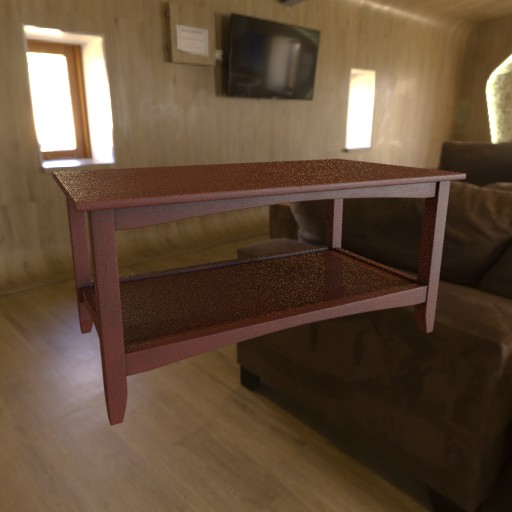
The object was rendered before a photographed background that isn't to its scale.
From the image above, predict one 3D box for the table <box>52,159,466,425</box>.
[{"bbox_3d":[0.000,0.000,1.222,0.943,0.456,0.533,-9,19,-26],"label":"table"}]
